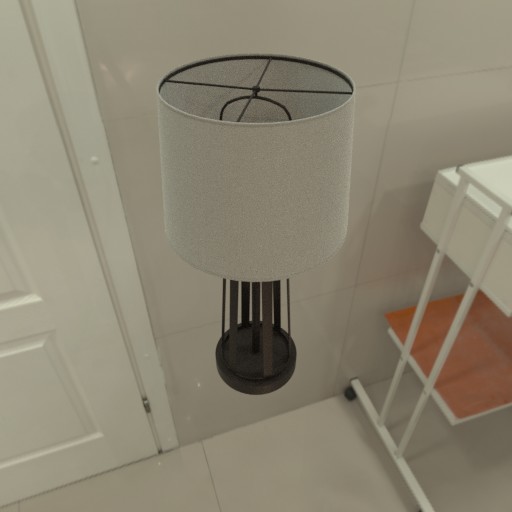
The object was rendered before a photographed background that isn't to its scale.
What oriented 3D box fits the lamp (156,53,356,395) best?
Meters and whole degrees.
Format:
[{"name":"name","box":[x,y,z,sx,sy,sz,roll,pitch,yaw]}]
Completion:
[{"name":"lamp","box":[0.000,0.000,0.660,0.251,0.509,0.251,0,40,0]}]
